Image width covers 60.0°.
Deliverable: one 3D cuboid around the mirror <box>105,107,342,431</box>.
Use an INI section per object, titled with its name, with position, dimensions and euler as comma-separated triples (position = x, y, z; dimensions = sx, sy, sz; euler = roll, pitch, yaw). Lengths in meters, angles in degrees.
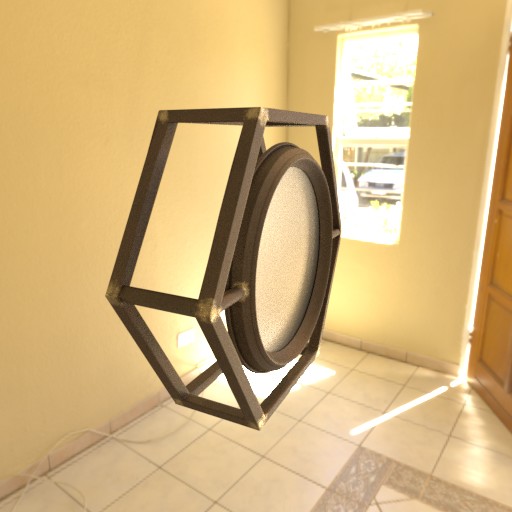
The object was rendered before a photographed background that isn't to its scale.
[mirror]
position = 0.000, 0.000, 0.544
dimensions = 0.119, 0.334, 0.380
euler = 7, 17, 26
